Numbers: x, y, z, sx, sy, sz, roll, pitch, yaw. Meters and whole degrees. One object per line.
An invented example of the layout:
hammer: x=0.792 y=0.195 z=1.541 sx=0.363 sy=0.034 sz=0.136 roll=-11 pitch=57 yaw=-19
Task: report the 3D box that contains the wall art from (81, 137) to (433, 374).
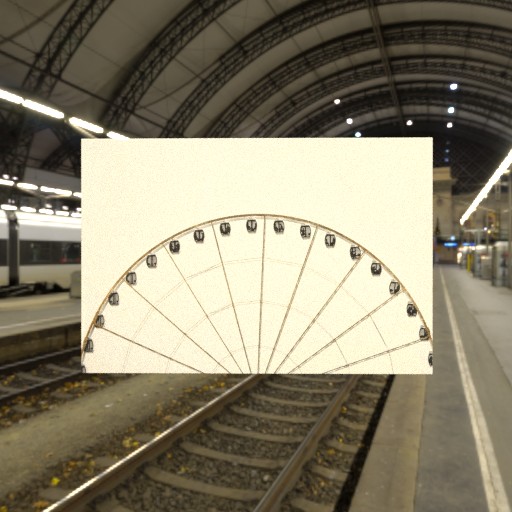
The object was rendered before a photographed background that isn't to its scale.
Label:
wall art: x=0.000 y=0.000 z=1.460 sx=1.144 sy=0.767 sz=0.038 roll=0 pitch=0 yaw=1
